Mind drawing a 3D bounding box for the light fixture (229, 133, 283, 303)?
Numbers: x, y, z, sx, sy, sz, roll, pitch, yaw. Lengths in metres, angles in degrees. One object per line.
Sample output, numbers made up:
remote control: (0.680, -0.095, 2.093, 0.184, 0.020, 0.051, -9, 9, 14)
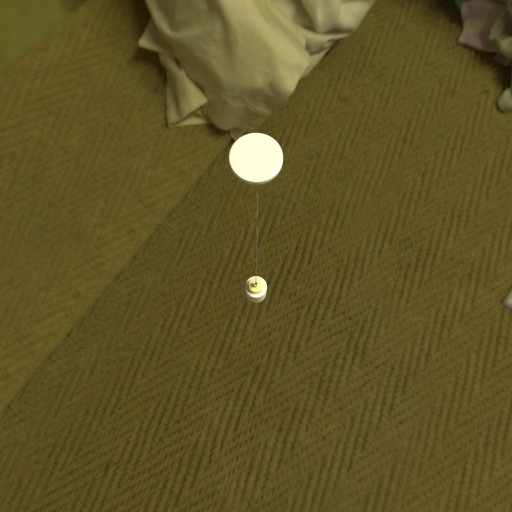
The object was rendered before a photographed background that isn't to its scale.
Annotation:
light fixture: (0.000, 0.000, 1.893, 0.125, 1.798, 0.125, 19, 76, 5)
